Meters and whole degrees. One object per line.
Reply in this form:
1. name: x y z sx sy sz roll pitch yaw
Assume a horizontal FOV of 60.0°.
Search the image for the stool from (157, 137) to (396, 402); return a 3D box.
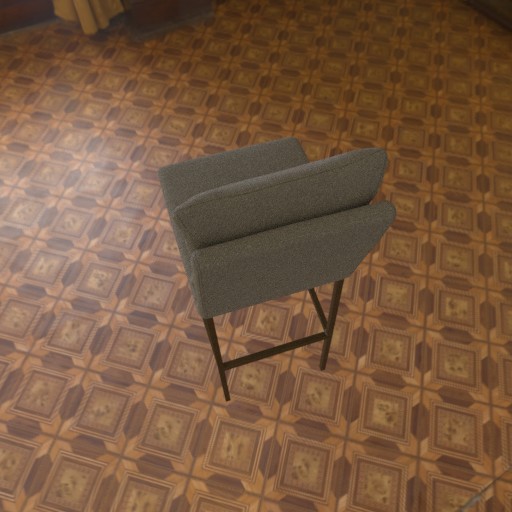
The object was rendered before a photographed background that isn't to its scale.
1. stool: 0.000 0.000 1.416 0.463 1.132 0.569 -15 59 -9
